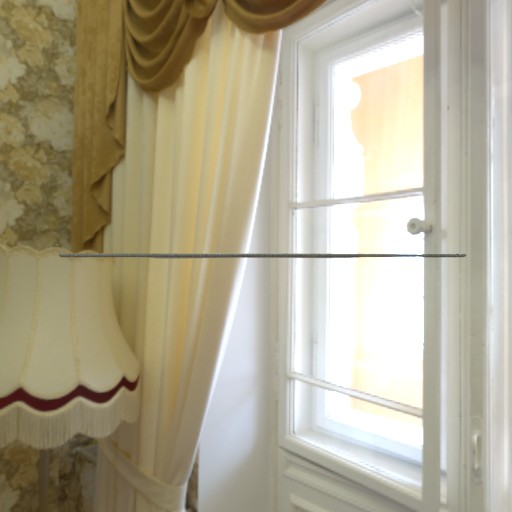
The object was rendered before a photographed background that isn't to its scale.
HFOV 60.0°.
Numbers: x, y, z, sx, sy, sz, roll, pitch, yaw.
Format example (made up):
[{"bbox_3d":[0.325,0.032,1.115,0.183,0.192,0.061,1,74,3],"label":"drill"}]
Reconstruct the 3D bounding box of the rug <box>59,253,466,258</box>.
[{"bbox_3d":[0.000,0.000,4.266,2.461,0.046,3.237,0,0,-2],"label":"rug"}]
